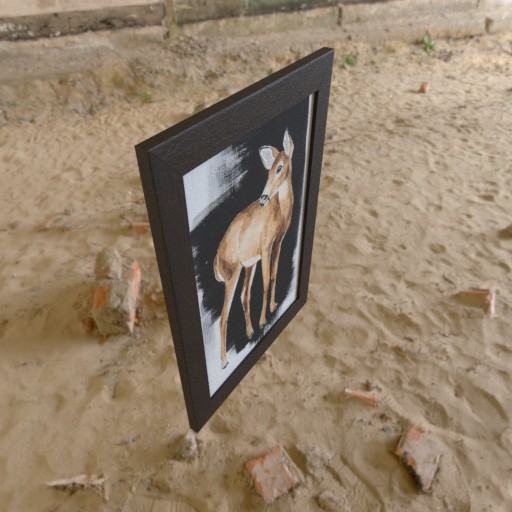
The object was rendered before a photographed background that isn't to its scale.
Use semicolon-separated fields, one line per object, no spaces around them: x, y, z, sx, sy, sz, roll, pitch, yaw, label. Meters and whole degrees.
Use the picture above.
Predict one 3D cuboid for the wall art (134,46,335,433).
0.000;0.000;0.675;0.017;0.513;0.359;25;47;26;wall art
